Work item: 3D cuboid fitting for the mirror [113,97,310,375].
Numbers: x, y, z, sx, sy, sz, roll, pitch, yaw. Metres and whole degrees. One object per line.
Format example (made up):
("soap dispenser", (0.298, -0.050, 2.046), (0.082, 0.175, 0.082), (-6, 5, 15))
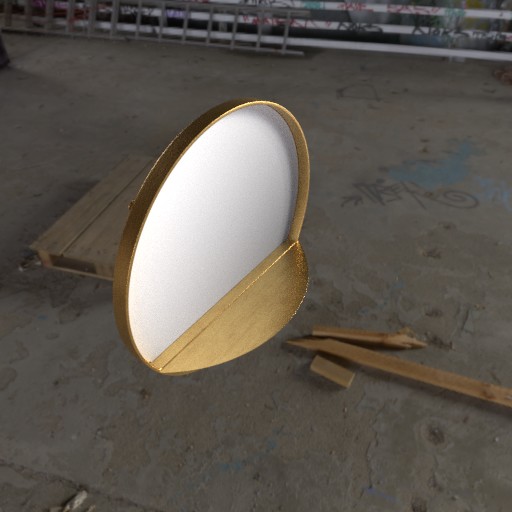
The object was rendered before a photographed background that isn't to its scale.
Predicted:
("mirror", (0.000, 0.000, 0.703), (0.133, 0.457, 0.457), (25, 46, 27))
